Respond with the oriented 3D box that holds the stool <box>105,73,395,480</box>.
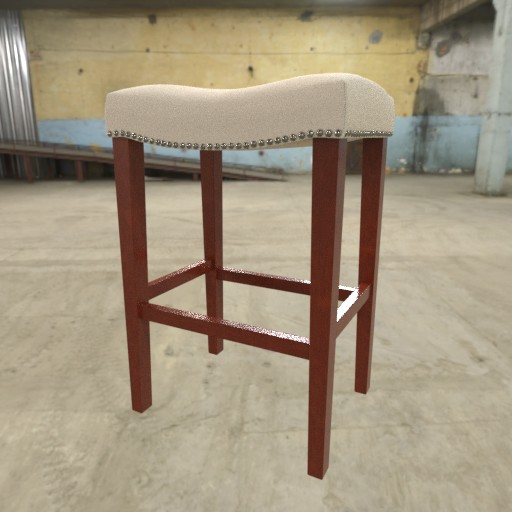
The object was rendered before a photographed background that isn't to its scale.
[{"bbox_3d":[0.000,0.000,1.010,0.504,0.742,0.372,8,17,27],"label":"stool"}]
